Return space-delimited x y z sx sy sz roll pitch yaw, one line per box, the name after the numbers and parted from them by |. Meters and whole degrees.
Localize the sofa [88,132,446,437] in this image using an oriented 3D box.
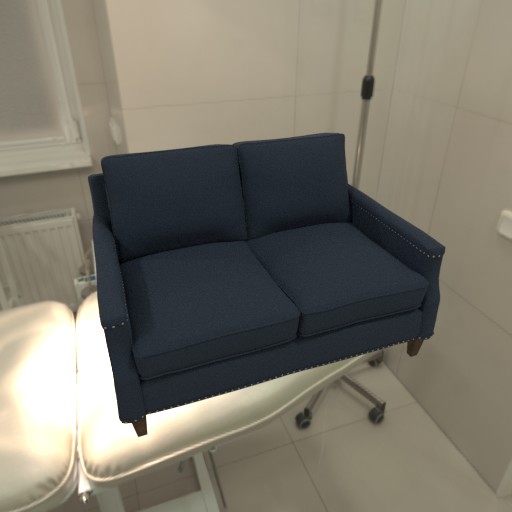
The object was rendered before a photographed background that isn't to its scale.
0.000 0.000 2.309 1.597 1.003 1.084 -11 32 -17 | sofa
